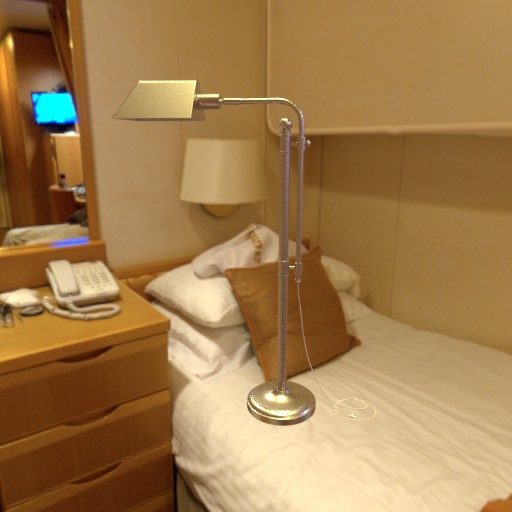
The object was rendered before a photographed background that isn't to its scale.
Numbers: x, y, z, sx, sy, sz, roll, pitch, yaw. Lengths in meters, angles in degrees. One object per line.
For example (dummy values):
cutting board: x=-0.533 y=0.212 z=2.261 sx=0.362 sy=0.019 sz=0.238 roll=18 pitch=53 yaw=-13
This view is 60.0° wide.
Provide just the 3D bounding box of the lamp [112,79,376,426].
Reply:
lamp: x=0.000 y=0.000 z=0.946 sx=0.546 sy=0.708 sz=0.159 roll=2 pitch=15 yaw=7
